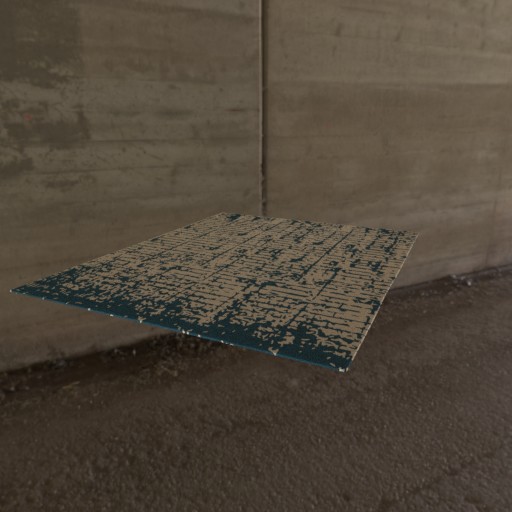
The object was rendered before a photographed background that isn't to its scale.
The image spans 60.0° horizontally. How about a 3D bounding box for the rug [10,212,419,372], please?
[{"bbox_3d":[0.000,0.000,3.930,2.416,0.014,3.017,8,19,24],"label":"rug"}]
